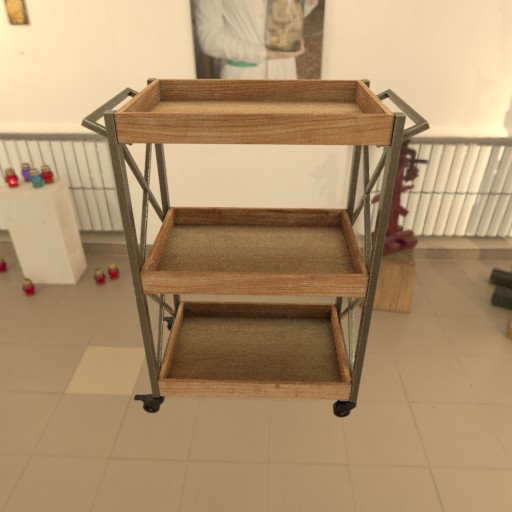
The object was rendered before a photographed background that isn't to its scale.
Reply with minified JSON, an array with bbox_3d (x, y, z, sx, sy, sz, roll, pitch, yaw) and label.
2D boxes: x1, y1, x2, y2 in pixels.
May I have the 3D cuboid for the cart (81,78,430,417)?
[{"bbox_3d":[0.000,0.000,1.191,0.673,0.835,0.377,1,31,1],"label":"cart"}]
